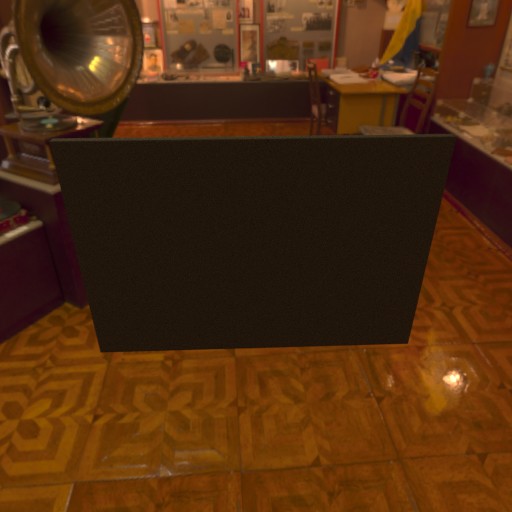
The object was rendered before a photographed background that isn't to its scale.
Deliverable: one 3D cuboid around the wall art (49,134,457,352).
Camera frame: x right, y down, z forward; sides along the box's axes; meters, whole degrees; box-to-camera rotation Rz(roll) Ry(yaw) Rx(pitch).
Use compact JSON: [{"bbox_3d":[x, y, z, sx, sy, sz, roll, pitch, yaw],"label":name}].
[{"bbox_3d":[0.000,0.000,1.221,0.958,0.656,0.026,-1,31,-2],"label":"wall art"}]
